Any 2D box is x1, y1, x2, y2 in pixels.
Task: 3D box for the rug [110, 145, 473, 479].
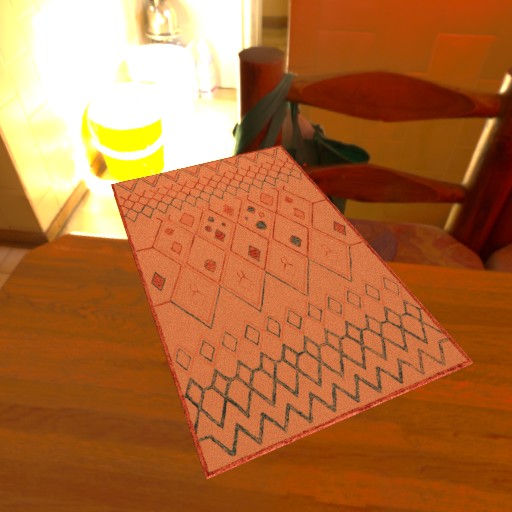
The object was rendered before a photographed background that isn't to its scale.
[{"bbox_3d":[0.000,0.000,2.988,1.524,0.015,2.438,-17,47,-16],"label":"rug"}]
